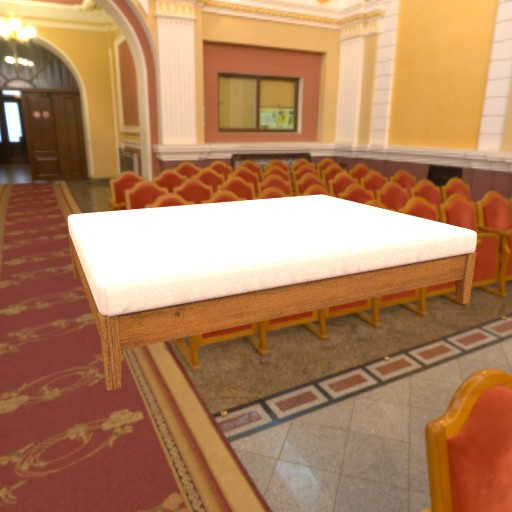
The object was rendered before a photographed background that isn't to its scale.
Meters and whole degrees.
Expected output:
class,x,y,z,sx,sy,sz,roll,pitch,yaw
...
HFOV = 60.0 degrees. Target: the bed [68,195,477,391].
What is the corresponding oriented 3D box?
class,x,y,z,sx,sy,sz,roll,pitch,yaw
bed,0.000,0.000,2.728,2.016,0.431,1.536,-8,18,-25
